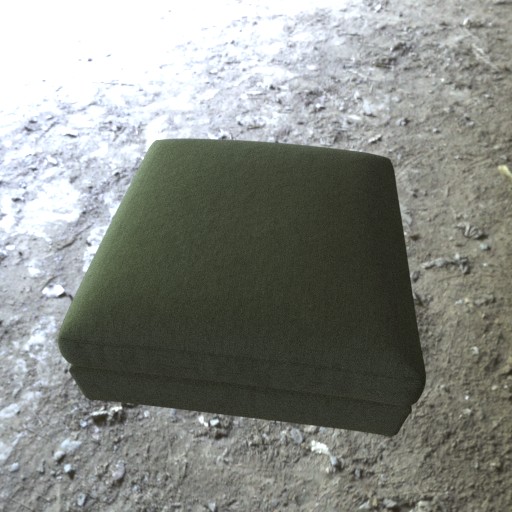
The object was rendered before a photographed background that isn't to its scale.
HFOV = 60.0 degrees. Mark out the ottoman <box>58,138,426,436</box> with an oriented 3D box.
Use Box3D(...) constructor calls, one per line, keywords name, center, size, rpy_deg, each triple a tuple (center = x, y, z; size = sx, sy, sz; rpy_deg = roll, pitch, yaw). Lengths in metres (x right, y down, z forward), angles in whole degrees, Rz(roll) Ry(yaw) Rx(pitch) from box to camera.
Box3D(name="ottoman", center=(0.000, 0.000, 1.607), size=(1.041, 0.470, 1.041), rpy_deg=(5, 48, 5))
